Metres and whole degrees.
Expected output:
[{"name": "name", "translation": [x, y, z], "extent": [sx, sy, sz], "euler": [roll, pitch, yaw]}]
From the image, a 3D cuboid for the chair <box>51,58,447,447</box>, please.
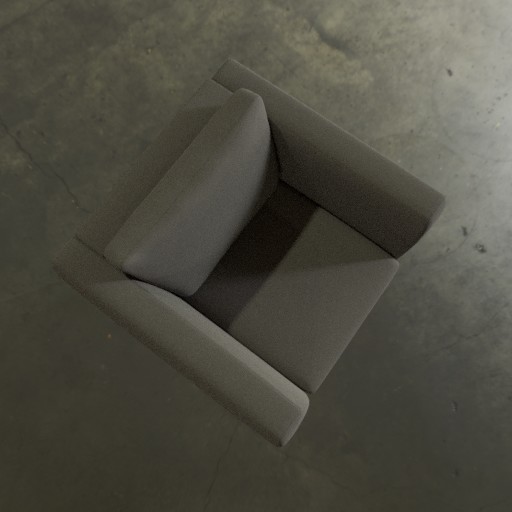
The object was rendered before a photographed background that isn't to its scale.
[{"name": "chair", "translation": [0.000, 0.000, 1.685], "extent": [0.930, 0.860, 1.000], "euler": [36, 79, 8]}]
